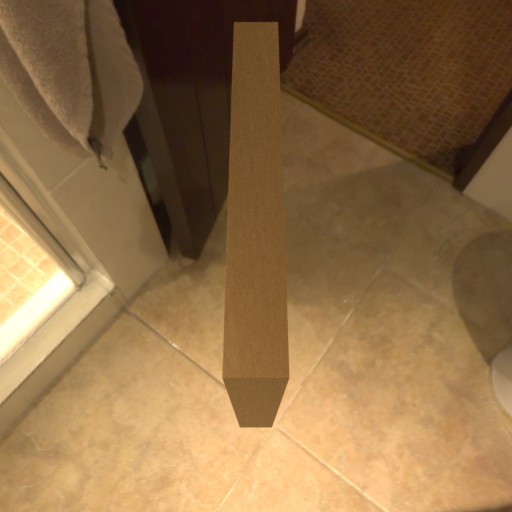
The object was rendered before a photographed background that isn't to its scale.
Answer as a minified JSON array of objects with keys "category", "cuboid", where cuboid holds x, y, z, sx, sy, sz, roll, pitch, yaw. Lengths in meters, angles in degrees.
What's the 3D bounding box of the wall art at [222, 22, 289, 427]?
[{"category":"wall art","cuboid":[0.000,0.000,0.456,0.038,0.305,0.304,0,64,0]}]
